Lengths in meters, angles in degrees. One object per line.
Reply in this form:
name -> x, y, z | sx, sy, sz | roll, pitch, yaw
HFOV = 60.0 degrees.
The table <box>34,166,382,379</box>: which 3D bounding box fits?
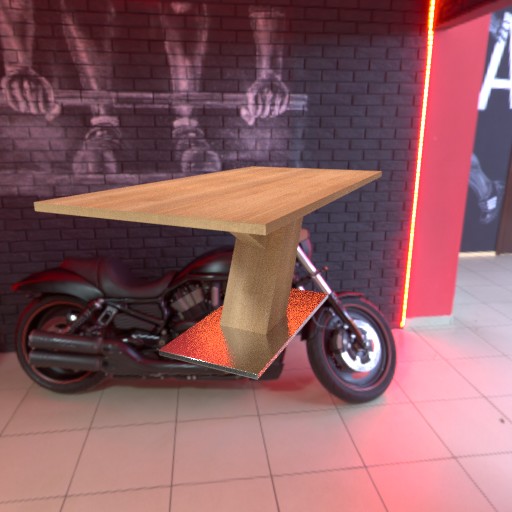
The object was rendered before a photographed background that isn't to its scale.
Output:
table -> 0.000, 0.000, 2.276 | 0.900, 0.750, 1.800 | 7, 17, 24
